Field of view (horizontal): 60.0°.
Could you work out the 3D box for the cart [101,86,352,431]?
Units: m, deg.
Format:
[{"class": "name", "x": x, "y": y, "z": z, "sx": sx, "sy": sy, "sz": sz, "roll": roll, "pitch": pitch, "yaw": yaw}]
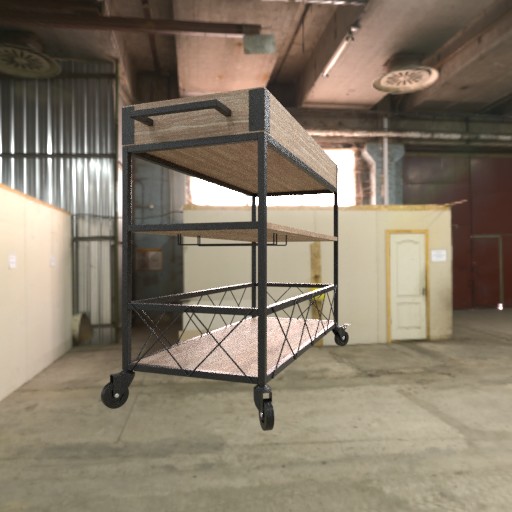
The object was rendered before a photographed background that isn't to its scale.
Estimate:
[{"class": "cart", "x": 0.000, "y": 0.000, "z": 1.539, "sx": 0.500, "sy": 0.787, "sz": 1.101, "roll": 0, "pitch": 0, "yaw": 21}]
